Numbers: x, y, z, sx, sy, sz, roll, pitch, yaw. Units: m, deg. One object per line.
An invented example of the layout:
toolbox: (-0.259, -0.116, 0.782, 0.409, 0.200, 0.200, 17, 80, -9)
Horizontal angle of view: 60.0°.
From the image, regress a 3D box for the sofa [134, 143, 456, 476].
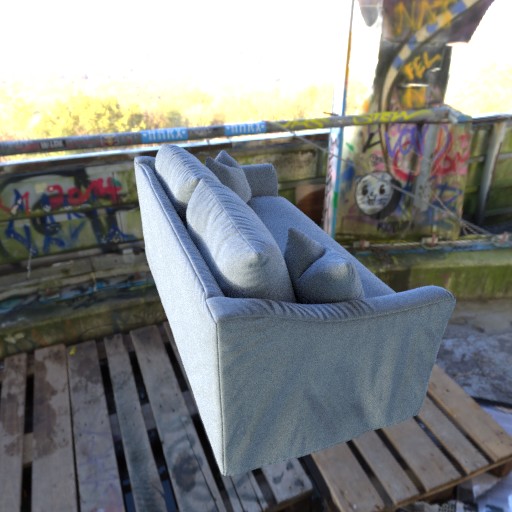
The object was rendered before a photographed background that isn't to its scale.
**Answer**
sofa: (0.000, 0.000, 2.576, 1.072, 1.018, 2.010, -11, 31, -18)
